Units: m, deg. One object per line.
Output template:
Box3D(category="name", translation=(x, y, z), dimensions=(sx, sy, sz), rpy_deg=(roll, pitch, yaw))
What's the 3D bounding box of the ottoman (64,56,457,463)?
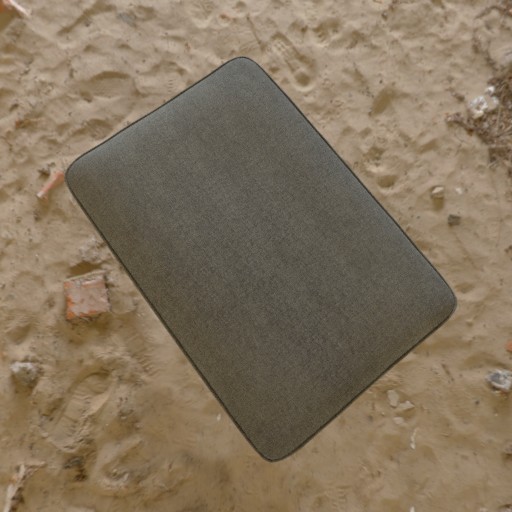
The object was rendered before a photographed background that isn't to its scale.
Box3D(category="ottoman", translation=(0.000, 0.000, 1.149), dimensions=(0.561, 0.457, 0.813), rpy_deg=(-37, 78, -9))
